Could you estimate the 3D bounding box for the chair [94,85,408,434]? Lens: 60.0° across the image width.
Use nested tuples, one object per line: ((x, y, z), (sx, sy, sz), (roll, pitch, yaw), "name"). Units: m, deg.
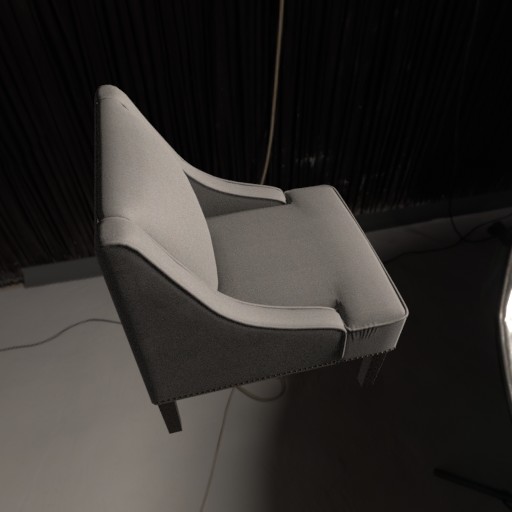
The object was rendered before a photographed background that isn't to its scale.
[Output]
((0.000, 0.000, 1.343), (0.747, 0.867, 0.631), (-10, 47, -10), "chair")
